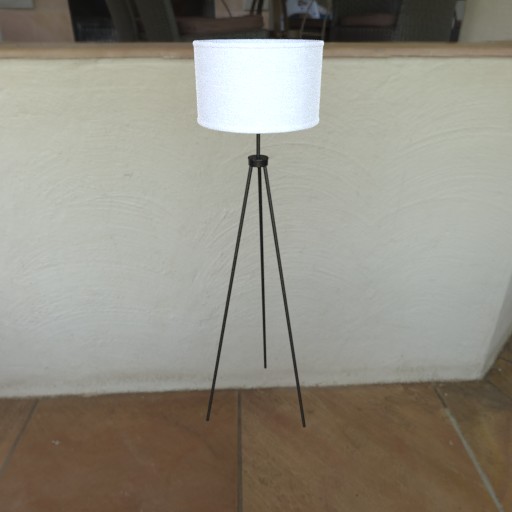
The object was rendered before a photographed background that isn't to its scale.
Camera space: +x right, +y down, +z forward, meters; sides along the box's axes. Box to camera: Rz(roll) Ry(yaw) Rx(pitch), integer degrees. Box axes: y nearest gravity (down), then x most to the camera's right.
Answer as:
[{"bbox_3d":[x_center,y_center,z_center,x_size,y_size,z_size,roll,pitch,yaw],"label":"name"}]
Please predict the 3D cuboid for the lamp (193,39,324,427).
[{"bbox_3d":[0.000,0.000,1.767,0.448,1.545,0.458,0,27,1],"label":"lamp"}]
